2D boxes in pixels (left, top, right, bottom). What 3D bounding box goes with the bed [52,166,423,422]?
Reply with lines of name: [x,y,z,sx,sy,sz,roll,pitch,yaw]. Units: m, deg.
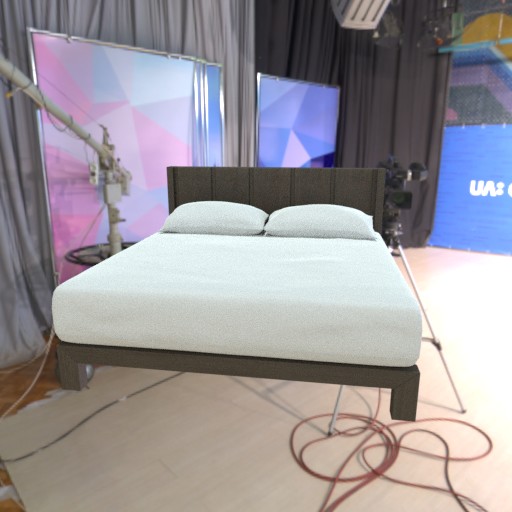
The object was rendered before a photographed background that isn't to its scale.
bed: [0.000,0.000,3.508,2.143,1.261,2.238,2,15,9]
